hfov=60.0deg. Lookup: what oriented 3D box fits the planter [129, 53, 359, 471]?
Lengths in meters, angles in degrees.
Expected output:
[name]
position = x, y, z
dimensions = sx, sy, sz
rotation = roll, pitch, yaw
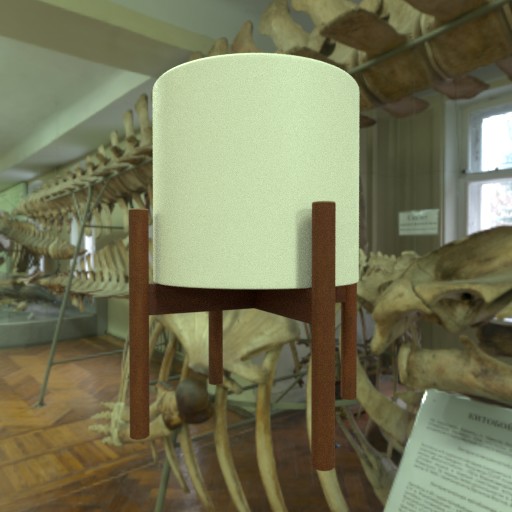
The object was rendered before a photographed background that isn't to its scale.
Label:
[planter]
position = 0.000, 0.000, 0.496
dimensions = 0.224, 0.358, 0.224
rotation = 0, 1, 19
